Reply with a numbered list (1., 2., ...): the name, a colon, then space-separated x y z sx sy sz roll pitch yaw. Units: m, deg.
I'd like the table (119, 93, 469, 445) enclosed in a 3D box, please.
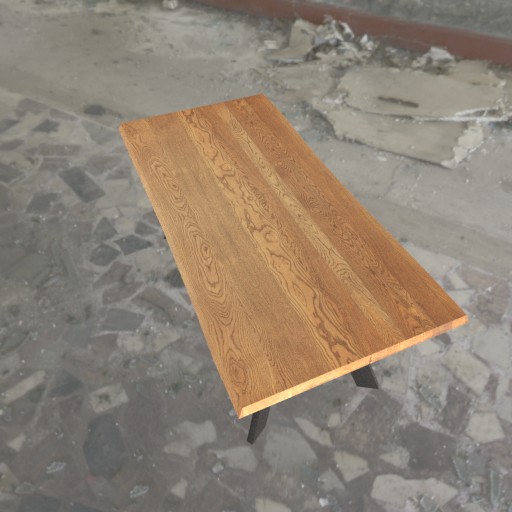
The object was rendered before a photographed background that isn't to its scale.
1. table: 0.000 0.000 2.292 0.900 0.770 1.800 -18 49 -16
